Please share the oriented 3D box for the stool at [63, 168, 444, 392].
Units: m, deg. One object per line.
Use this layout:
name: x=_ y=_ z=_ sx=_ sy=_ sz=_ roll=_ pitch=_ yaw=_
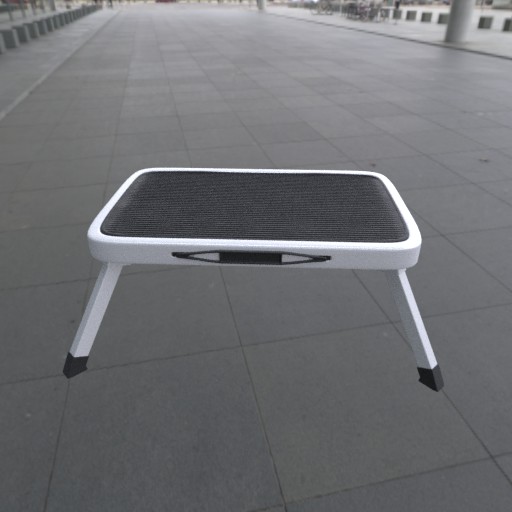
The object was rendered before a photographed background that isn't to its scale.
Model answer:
stool: x=0.000 y=0.000 z=0.619 sx=0.460 sy=0.170 sz=0.320 roll=1 pitch=31 yaw=2
